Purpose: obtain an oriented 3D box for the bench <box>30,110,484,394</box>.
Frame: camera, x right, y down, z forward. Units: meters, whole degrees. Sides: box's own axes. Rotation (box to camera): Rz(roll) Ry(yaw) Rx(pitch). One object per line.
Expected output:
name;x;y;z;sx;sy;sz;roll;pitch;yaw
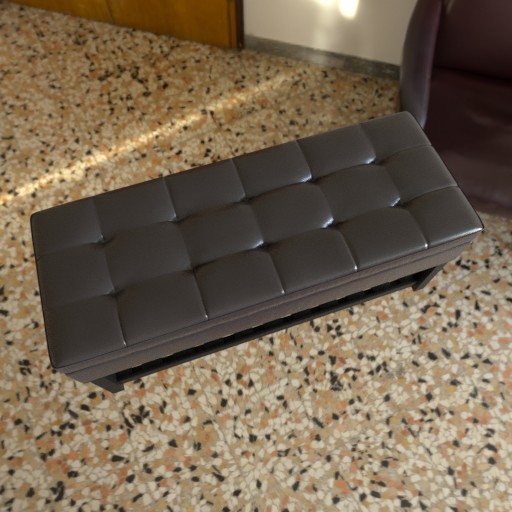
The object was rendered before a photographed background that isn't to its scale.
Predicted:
bench;0.000;0.000;1.323;1.105;0.460;0.432;-17;66;-8
